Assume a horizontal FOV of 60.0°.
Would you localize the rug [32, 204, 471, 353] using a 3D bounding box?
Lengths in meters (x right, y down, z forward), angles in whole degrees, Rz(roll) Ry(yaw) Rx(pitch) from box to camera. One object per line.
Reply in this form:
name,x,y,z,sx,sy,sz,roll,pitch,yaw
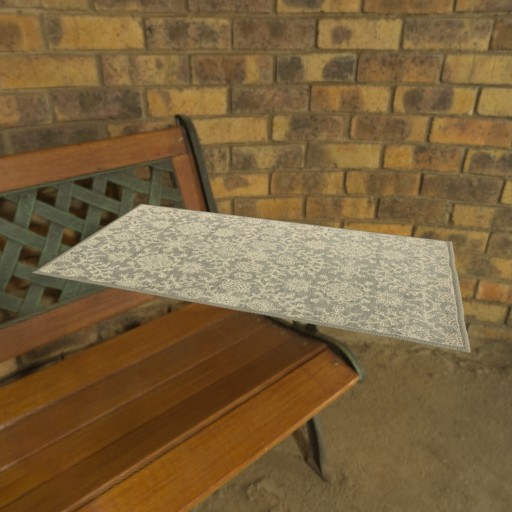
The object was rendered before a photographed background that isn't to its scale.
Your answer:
rug,0.000,0.000,3.579,3.048,0.011,1.546,8,28,16
